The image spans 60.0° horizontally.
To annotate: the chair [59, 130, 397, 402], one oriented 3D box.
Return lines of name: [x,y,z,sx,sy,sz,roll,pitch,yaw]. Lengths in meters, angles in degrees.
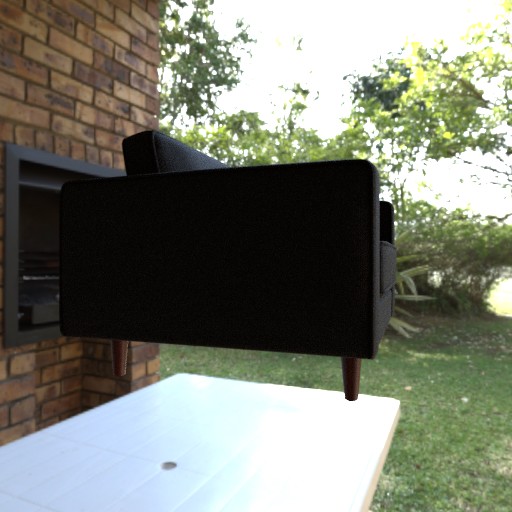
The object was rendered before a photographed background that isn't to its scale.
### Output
chair: [0.000,0.000,1.545,0.919,0.770,0.899,0,0,20]
